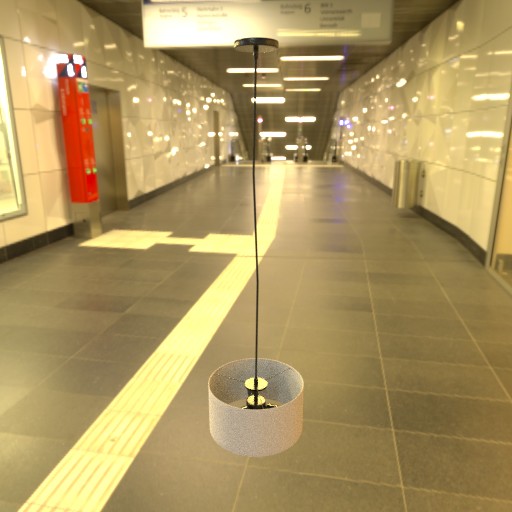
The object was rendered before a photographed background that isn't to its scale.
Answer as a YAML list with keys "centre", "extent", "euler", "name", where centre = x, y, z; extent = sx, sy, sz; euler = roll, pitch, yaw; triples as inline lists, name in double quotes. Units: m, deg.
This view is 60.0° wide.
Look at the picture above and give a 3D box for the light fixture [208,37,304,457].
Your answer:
- centre: [0.000, 0.000, 1.715]
  extent: [0.399, 1.516, 0.399]
  euler: [0, 16, 0]
  name: "light fixture"
